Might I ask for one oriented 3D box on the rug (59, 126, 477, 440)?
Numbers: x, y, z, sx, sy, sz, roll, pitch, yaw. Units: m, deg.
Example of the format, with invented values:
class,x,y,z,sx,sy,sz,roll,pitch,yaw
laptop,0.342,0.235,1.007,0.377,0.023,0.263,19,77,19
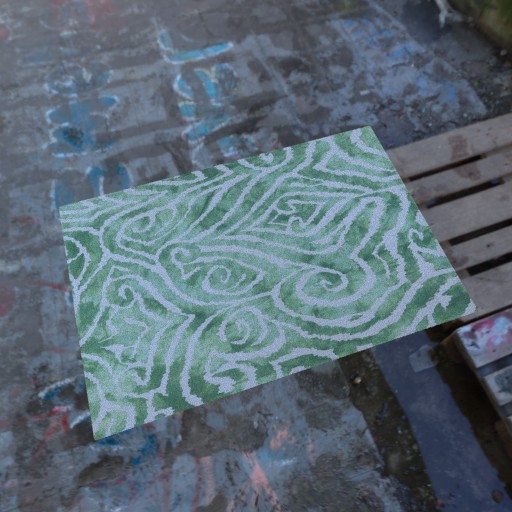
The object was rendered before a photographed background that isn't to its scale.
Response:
class,x,y,z,sx,sy,sz,roll,pitch,yaw
rug,0.000,0.000,2.246,1.826,0.006,1.220,-16,64,-8
